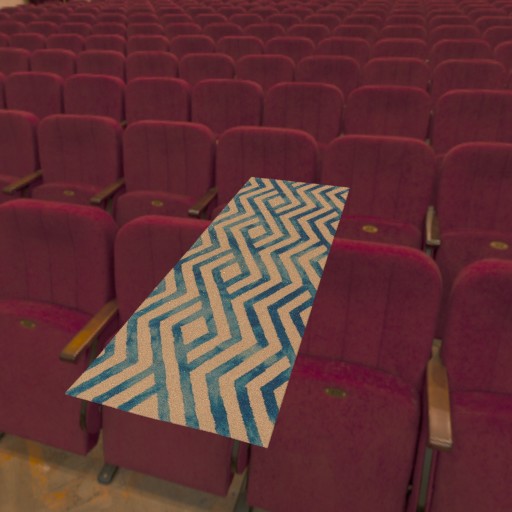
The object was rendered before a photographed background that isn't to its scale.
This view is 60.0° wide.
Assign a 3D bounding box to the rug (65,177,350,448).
[{"bbox_3d":[0.000,0.000,1.607,0.503,0.007,1.492,9,32,14],"label":"rug"}]
